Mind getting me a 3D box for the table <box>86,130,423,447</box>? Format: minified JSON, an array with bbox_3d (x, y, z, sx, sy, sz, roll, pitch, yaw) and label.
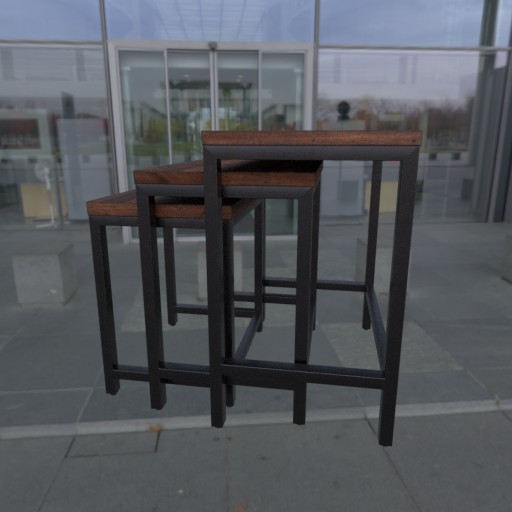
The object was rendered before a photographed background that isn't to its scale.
[{"bbox_3d":[0.000,0.000,1.148,0.660,0.616,0.608,3,15,9],"label":"table"}]
